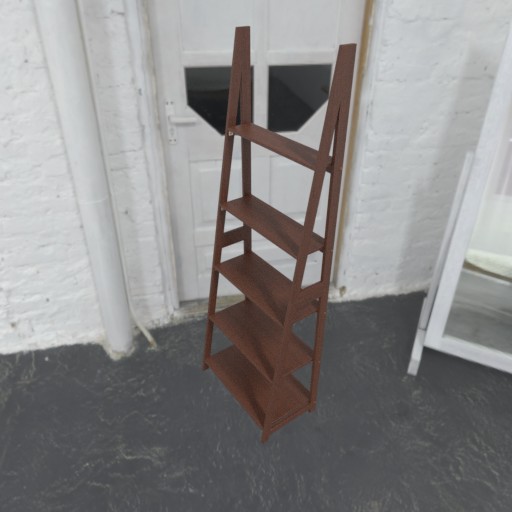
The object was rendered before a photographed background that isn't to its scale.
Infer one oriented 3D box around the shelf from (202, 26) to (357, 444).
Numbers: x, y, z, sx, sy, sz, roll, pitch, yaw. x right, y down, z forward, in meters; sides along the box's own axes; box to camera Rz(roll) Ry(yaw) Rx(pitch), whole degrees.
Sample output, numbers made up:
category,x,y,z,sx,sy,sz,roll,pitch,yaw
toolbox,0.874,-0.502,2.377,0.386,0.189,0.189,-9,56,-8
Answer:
category,x,y,z,sx,sy,sz,roll,pitch,yaw
shelf,0.000,0.000,1.987,0.350,1.770,0.600,-22,39,-29
